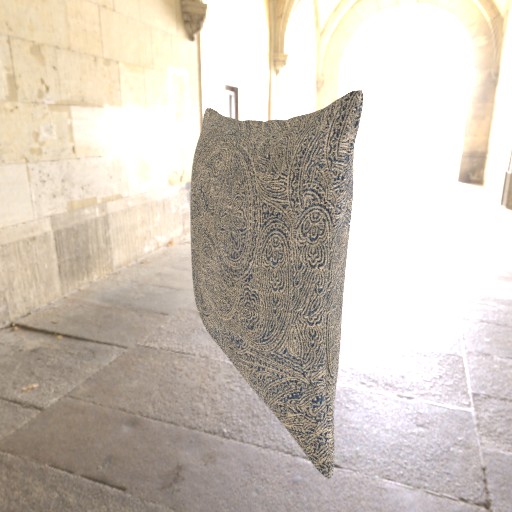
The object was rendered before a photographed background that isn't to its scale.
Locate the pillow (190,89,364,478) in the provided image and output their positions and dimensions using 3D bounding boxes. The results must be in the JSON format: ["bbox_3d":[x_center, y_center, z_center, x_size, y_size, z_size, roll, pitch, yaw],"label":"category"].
[{"bbox_3d":[0.000,0.000,0.773,0.166,0.510,0.523,-7,18,-24],"label":"pillow"}]
